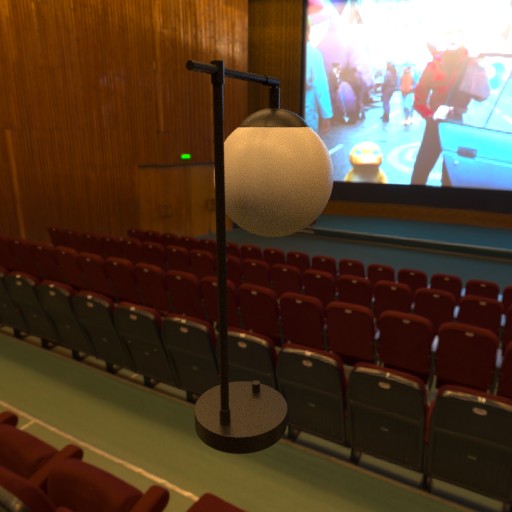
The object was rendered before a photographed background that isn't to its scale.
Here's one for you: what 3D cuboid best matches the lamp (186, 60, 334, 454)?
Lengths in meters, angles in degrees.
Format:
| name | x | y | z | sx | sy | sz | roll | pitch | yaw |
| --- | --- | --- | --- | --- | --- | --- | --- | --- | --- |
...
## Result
| name | x | y | z | sx | sy | sz | roll | pitch | yaw |
| --- | --- | --- | --- | --- | --- | --- | --- | --- | --- |
| lamp | 0.000 | 0.000 | 0.717 | 0.197 | 0.559 | 0.316 | 9 | 18 | 28 |
